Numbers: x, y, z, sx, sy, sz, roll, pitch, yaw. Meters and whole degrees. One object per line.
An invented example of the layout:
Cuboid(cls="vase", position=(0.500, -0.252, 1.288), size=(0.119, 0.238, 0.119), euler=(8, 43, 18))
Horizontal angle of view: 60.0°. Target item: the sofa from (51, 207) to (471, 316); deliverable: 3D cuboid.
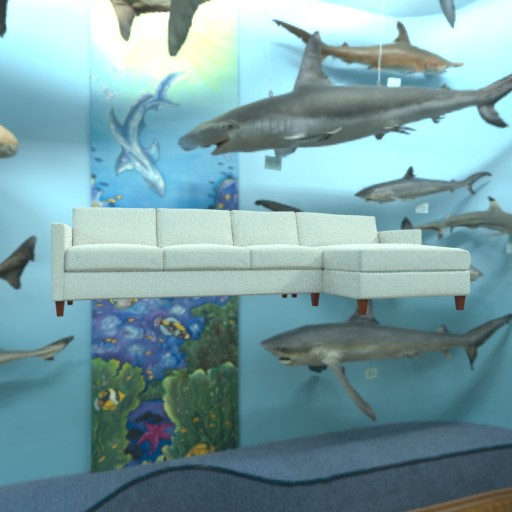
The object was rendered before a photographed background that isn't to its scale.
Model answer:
Cuboid(cls="sofa", position=(0.000, 0.000, 4.110), size=(3.471, 0.954, 1.606), euler=(0, 1, -17))
